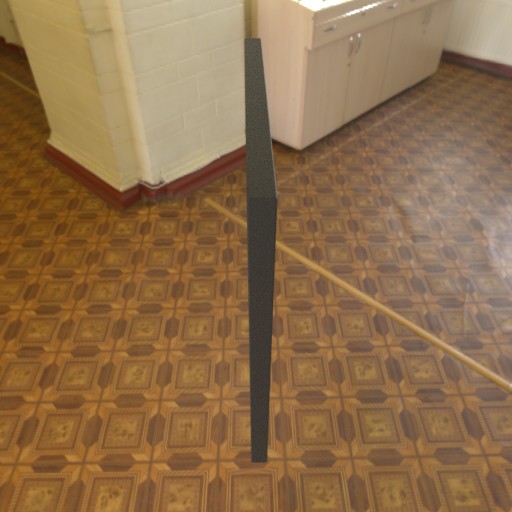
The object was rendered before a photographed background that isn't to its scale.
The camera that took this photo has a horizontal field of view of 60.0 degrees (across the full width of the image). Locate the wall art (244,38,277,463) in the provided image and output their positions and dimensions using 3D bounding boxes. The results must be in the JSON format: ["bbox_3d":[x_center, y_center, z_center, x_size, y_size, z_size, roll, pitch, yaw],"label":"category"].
[{"bbox_3d":[0.000,0.000,0.752,0.028,0.558,0.457,-1,42,-1],"label":"wall art"}]
